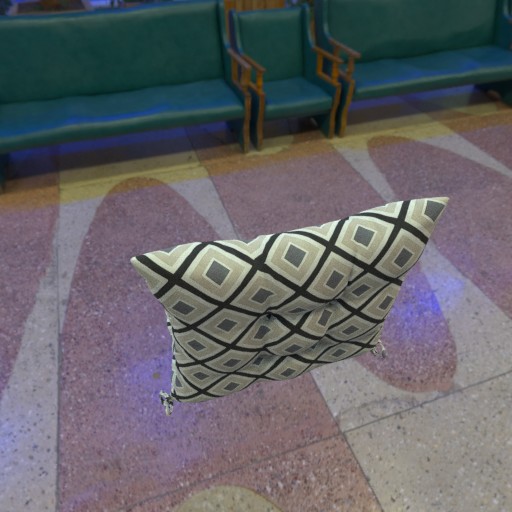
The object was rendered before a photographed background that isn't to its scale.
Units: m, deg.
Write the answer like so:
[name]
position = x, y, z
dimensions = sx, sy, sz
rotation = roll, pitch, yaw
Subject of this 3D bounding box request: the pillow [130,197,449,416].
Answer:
[pillow]
position = 0.000, 0.000, 1.002
dimensions = 0.541, 0.536, 0.585
rotation = -12, 43, -13
